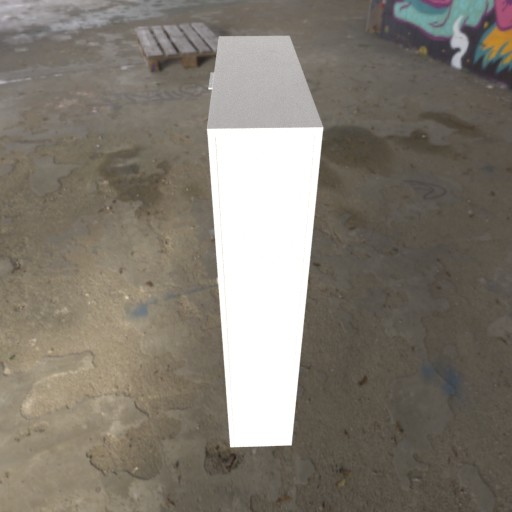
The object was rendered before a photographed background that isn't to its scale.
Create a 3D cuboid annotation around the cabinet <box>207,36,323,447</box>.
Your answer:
[{"bbox_3d":[0.000,0.000,1.591,0.250,1.280,0.750,-1,39,-1],"label":"cabinet"}]
